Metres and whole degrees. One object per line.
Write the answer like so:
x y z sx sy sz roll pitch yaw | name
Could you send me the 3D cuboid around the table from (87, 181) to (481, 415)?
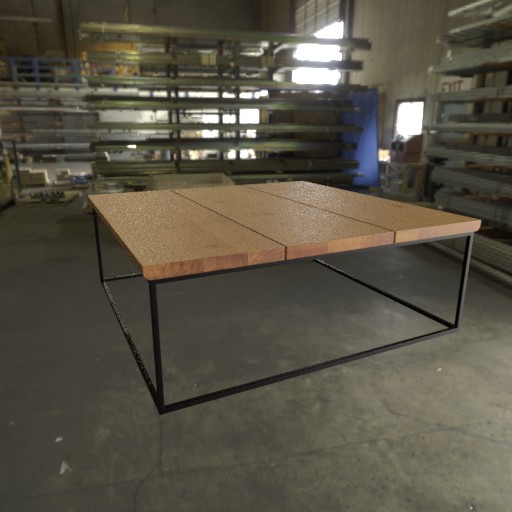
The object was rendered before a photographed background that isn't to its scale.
0.000 0.000 1.747 1.100 0.400 1.100 -8 19 -25 | table
